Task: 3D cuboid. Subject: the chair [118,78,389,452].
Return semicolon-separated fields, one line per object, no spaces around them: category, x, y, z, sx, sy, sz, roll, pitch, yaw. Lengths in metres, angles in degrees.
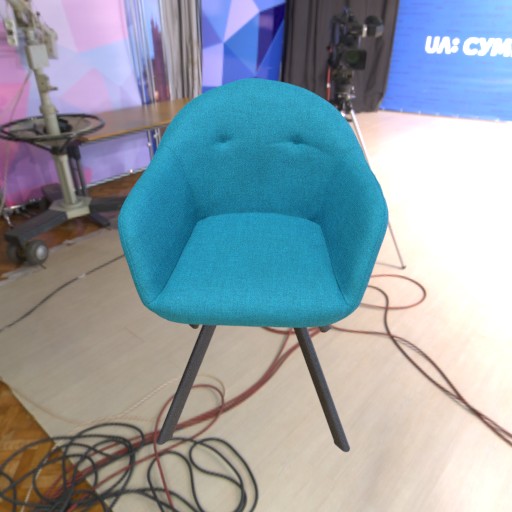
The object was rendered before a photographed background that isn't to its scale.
chair;0.000;0.000;1.142;0.545;0.775;0.565;1;31;2
